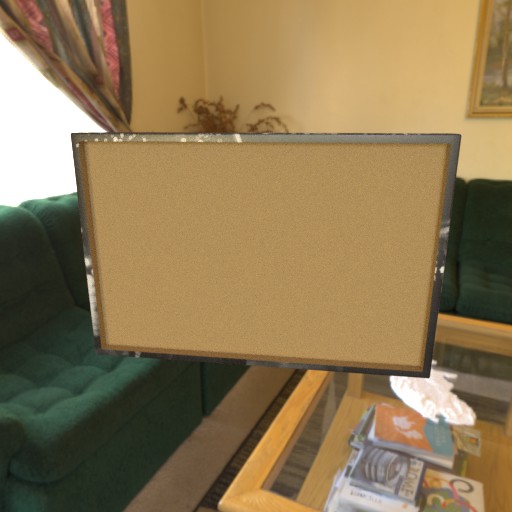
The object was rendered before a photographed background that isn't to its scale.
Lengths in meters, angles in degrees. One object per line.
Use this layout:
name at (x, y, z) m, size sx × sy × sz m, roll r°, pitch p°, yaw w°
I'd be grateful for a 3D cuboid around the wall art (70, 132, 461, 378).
wall art at (0.000, 0.000, 0.760) m, size 0.609 × 0.406 × 0.037 m, roll 2°, pitch 17°, yaw 7°
